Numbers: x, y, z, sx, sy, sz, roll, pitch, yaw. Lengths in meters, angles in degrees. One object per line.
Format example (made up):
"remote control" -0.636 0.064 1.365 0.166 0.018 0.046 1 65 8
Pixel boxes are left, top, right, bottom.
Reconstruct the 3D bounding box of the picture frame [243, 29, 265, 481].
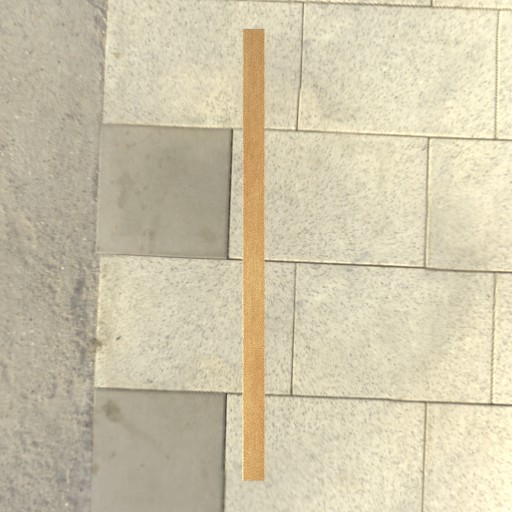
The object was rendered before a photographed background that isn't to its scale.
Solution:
"picture frame" 0.000 0.000 1.124 0.037 0.761 0.758 0 89 1
